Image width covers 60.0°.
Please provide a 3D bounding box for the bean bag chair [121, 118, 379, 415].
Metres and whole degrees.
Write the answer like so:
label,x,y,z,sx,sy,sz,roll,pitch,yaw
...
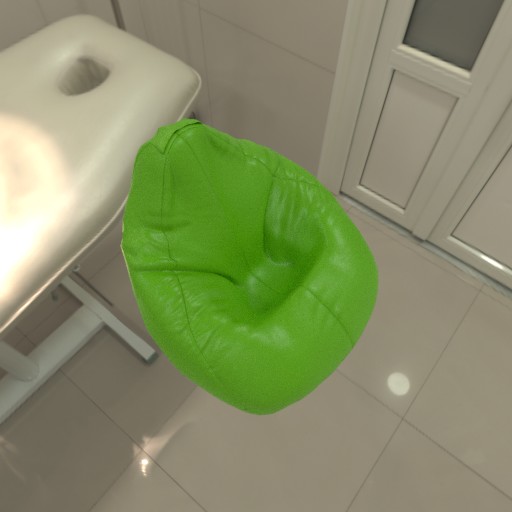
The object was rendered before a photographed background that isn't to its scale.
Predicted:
label,x,y,z,sx,sy,sz,roll,pitch,yaw
bean bag chair,0.000,0.000,1.898,1.070,0.990,1.070,34,65,19
